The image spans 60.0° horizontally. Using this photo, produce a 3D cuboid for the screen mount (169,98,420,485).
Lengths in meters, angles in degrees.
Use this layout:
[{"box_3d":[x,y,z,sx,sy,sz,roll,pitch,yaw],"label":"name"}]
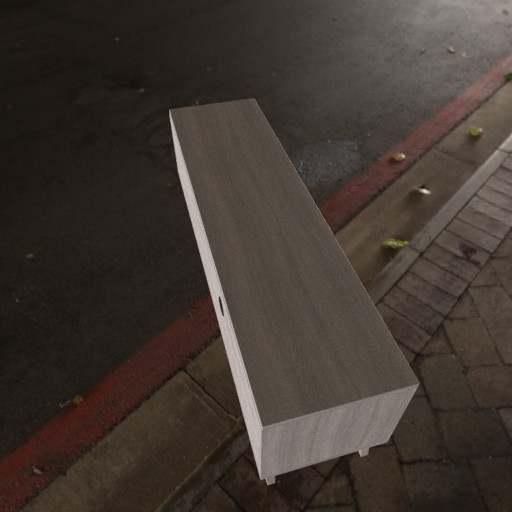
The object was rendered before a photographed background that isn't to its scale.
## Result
[{"box_3d":[0.000,0.000,1.714,0.401,0.509,1.500,-11,47,-11],"label":"screen mount"}]
